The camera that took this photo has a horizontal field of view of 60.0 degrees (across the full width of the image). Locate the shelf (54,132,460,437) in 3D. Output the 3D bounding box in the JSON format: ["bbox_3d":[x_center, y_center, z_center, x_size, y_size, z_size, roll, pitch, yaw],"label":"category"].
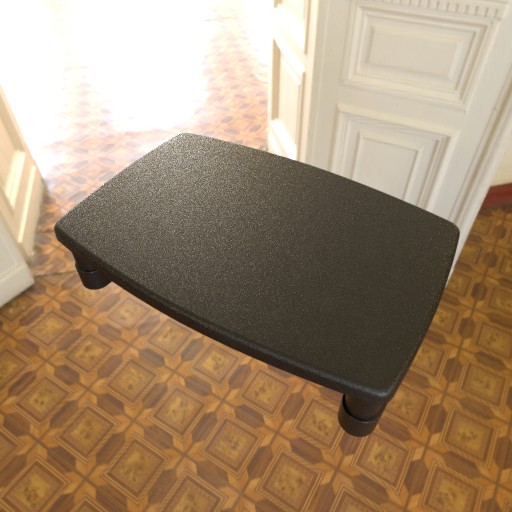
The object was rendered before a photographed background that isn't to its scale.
[{"bbox_3d":[0.000,0.000,0.528,0.410,0.100,0.280,24,50,21],"label":"shelf"}]
